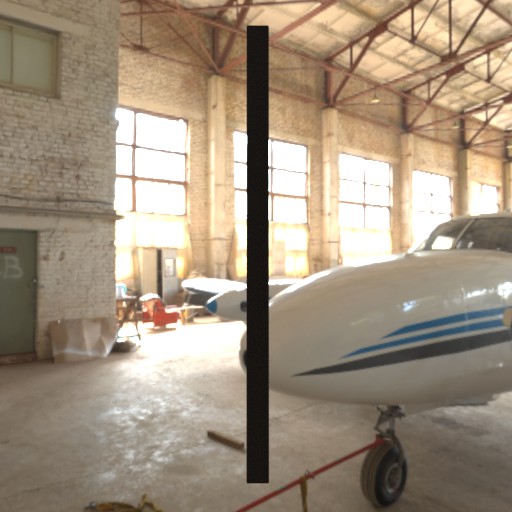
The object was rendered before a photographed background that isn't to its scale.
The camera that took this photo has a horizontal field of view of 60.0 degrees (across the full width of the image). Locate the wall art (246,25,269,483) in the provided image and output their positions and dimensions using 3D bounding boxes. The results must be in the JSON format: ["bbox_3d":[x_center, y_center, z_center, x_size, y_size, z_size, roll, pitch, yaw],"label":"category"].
[{"bbox_3d":[0.000,0.000,1.118,0.037,0.763,0.763,0,-1,0],"label":"wall art"}]
